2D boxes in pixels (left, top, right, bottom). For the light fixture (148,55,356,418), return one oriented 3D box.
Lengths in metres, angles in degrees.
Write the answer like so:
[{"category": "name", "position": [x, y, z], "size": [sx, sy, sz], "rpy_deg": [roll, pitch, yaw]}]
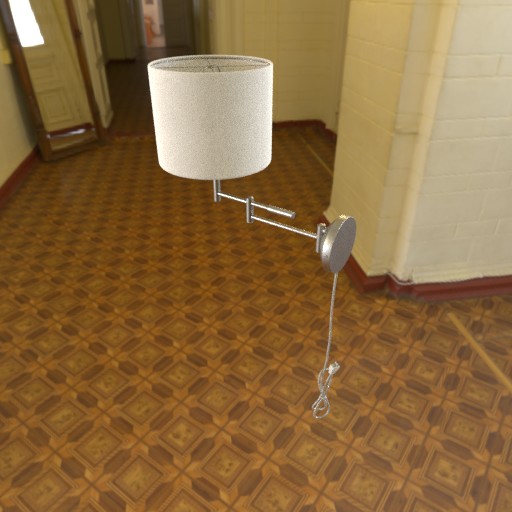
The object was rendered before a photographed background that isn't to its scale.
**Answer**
[{"category": "light fixture", "position": [0.000, 0.000, 1.065], "size": [0.479, 0.842, 0.253], "rpy_deg": [20, 37, 30]}]
